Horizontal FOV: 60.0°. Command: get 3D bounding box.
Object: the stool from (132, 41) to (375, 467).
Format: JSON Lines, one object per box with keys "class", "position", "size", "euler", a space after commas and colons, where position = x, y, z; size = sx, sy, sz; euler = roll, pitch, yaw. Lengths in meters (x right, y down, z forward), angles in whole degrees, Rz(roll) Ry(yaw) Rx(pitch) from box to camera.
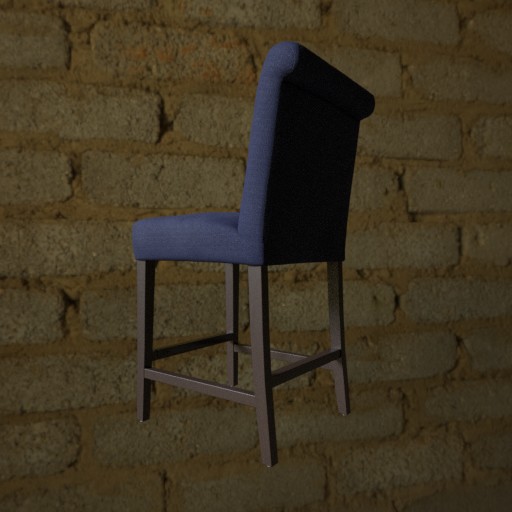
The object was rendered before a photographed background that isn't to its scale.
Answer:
{"class": "stool", "position": [0.000, 0.000, 1.356], "size": [0.601, 1.010, 0.493], "euler": [1, 1, 37]}
